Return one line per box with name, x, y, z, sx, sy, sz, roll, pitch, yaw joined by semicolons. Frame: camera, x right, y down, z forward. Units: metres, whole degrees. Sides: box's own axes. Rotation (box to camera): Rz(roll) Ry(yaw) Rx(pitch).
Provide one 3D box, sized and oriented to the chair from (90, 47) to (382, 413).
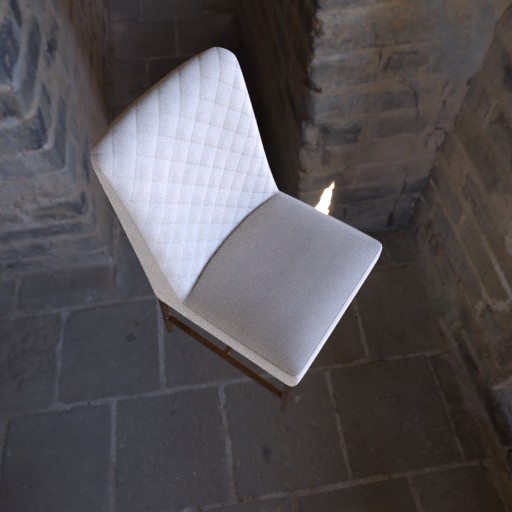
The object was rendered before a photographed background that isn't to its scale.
chair;0.000;0.000;1.308;0.597;0.933;0.503;31;64;17
